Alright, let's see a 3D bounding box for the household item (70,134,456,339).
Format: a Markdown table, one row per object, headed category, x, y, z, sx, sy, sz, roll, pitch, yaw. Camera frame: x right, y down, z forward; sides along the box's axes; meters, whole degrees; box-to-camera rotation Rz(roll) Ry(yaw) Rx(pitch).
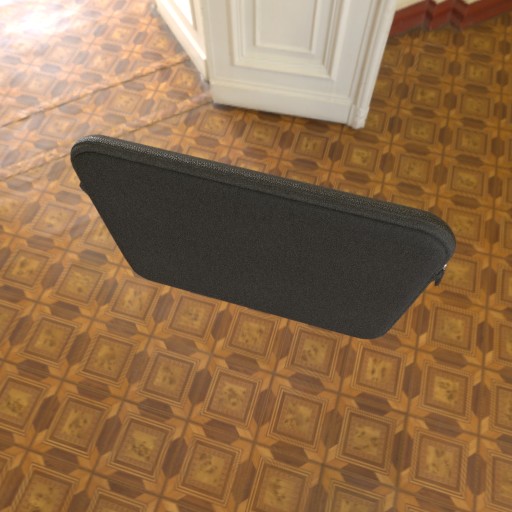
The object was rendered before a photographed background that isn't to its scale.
| category | x | y | z | sx | sy | sz | roll | pitch | yaw |
| --- | --- | --- | --- | --- | --- | --- | --- | --- | --- |
| household item | 0.000 | 0.000 | 0.530 | 0.396 | 0.305 | 0.030 | 15 | 63 | 7 |
